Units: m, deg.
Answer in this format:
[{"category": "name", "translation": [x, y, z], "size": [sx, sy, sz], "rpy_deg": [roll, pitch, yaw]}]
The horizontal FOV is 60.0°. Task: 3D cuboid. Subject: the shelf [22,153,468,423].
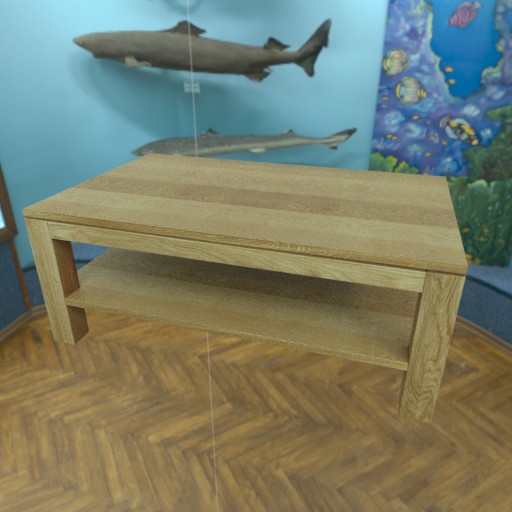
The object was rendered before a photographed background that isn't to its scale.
[{"category": "shelf", "translation": [0.000, 0.000, 1.480], "size": [1.150, 0.450, 0.700], "rpy_deg": [8, 27, 16]}]
